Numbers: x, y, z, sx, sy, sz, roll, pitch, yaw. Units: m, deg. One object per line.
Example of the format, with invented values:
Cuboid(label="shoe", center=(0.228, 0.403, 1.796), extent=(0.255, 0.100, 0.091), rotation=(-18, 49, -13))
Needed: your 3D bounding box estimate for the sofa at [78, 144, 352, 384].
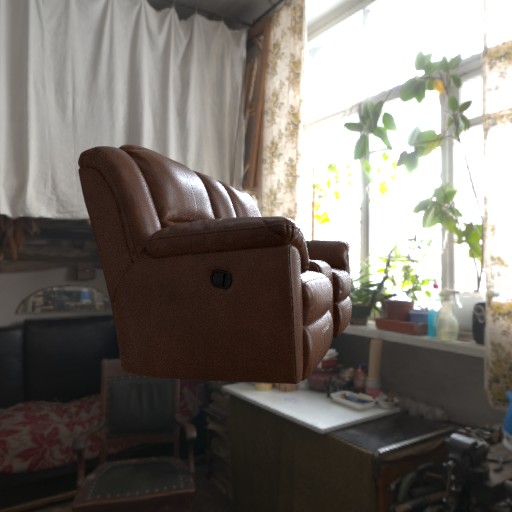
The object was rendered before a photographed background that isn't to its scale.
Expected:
Cuboid(label="sofa", center=(0.000, 0.000, 2.624), extent=(0.991, 1.043, 2.058), rotation=(0, -1, 18))
